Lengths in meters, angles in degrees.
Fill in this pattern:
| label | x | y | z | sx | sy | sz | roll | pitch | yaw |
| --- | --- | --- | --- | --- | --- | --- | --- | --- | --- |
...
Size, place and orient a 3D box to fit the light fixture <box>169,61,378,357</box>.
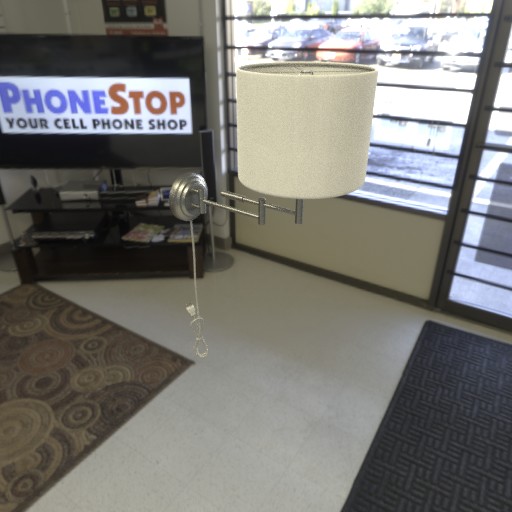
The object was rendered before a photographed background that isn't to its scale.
| label | x | y | z | sx | sy | sz | roll | pitch | yaw |
| --- | --- | --- | --- | --- | --- | --- | --- | --- | --- |
| light fixture | 0.000 | 0.000 | 1.055 | 0.479 | 0.842 | 0.253 | 19 | 34 | 32 |
